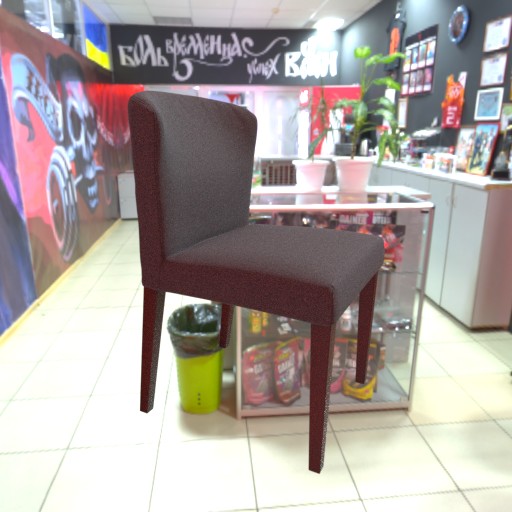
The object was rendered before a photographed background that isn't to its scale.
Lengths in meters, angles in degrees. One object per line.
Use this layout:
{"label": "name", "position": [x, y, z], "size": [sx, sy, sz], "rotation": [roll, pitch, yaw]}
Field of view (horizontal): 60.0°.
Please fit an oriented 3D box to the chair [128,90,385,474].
{"label": "chair", "position": [0.000, 0.000, 1.181], "size": [0.592, 0.839, 0.491], "rotation": [8, 18, 26]}
